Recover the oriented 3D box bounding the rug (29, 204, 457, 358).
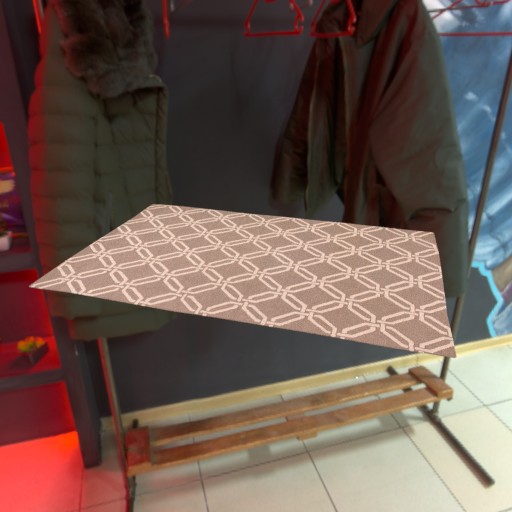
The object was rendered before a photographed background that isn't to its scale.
[{"bbox_3d":[0.000,0.000,2.200,1.748,0.010,1.142,7,27,15],"label":"rug"}]
